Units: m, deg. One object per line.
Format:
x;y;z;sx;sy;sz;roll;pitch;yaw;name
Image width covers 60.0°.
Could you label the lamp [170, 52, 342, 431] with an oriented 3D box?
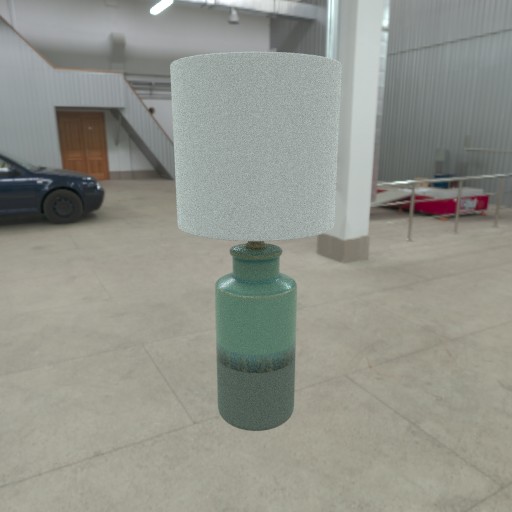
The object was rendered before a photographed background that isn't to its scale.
0.000;0.000;0.622;0.212;0.493;0.212;7;17;25;lamp
